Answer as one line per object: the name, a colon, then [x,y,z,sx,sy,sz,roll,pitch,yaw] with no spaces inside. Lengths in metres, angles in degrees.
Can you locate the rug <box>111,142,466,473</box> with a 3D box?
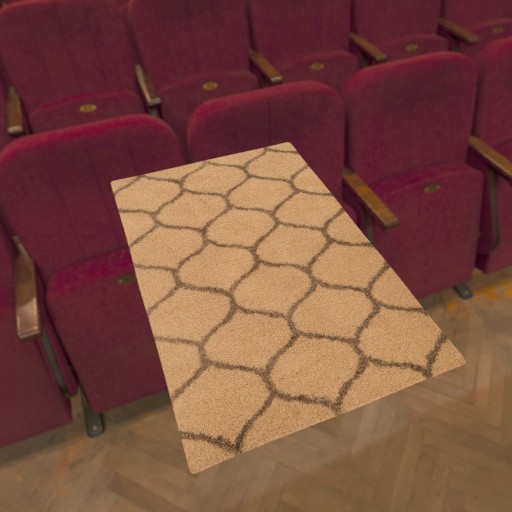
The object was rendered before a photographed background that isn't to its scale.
rug: [0.000,0.000,3.424,1.801,0.026,2.701,-16,49,-15]
